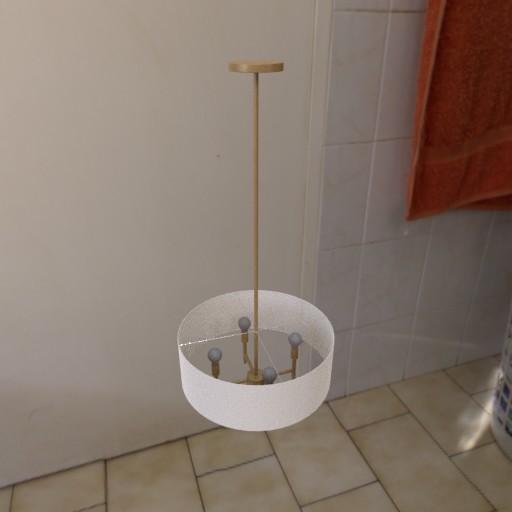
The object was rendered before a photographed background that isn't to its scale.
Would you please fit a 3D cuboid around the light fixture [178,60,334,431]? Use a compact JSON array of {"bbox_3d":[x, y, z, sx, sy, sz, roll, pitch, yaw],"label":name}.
[{"bbox_3d":[0.000,0.000,1.329,0.508,1.067,0.508,0,27,0],"label":"light fixture"}]
